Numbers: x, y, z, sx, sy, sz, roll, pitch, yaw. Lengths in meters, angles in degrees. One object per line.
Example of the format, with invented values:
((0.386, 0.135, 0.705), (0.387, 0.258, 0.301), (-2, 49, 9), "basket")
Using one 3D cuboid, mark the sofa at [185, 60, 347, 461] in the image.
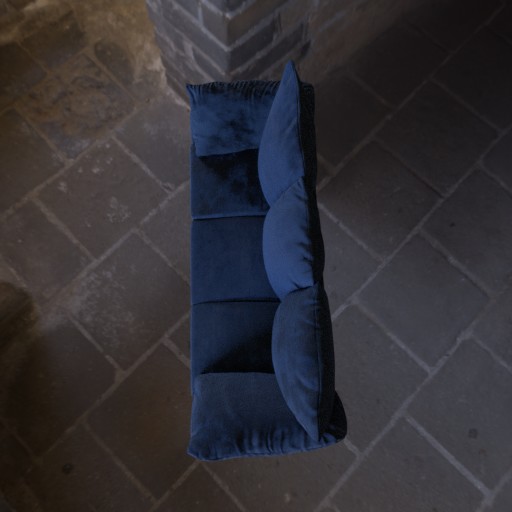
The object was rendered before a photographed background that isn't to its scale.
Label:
((0.000, 0.000, 2.880), (0.907, 1.091, 2.390), (-2, 75, -1), "sofa")
